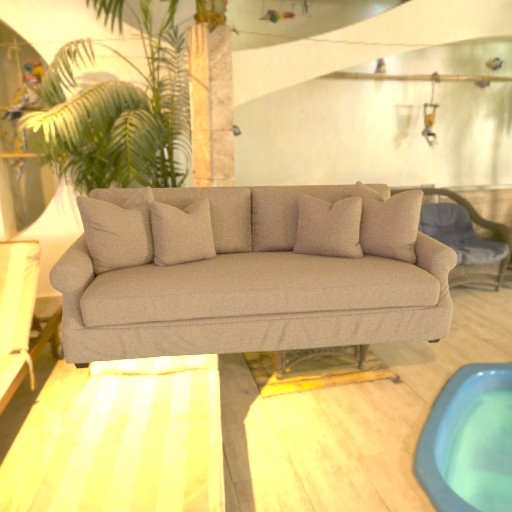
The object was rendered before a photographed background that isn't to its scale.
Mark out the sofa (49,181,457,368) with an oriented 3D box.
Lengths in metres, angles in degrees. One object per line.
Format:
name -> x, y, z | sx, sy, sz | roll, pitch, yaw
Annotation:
sofa -> 0.000, 0.000, 2.828 | 2.285, 0.904, 1.067 | -2, 16, -8
